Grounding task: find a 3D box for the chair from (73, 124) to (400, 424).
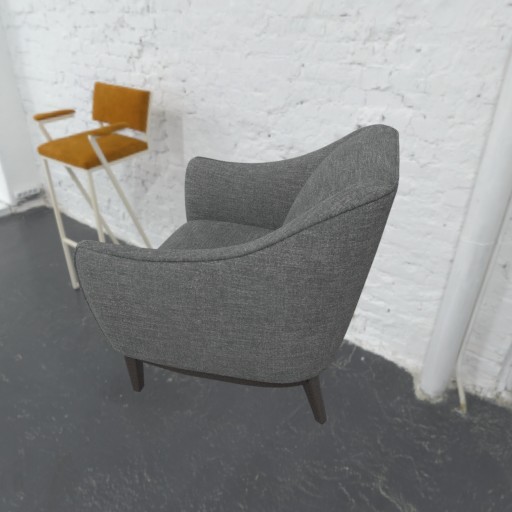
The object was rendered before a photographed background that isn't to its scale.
[{"bbox_3d":[0.000,0.000,1.558,0.851,0.829,0.870,8,30,14],"label":"chair"}]
